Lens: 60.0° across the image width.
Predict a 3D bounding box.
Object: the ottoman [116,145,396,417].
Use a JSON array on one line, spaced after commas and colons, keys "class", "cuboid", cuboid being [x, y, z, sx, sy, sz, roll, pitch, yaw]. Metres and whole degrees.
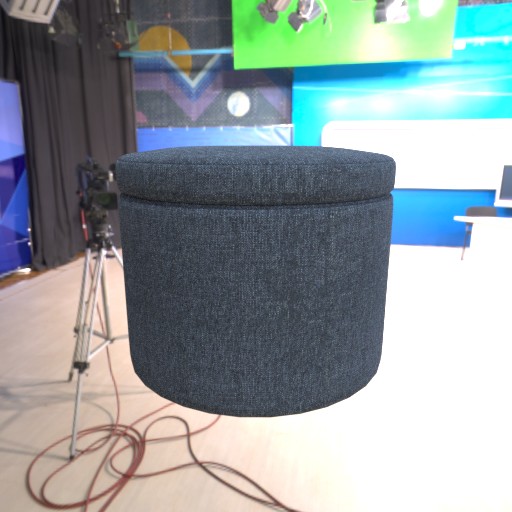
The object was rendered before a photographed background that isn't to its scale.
[{"class": "ottoman", "cuboid": [0.000, 0.000, 0.869, 0.500, 0.419, 0.500, 0, 14, 0]}]
